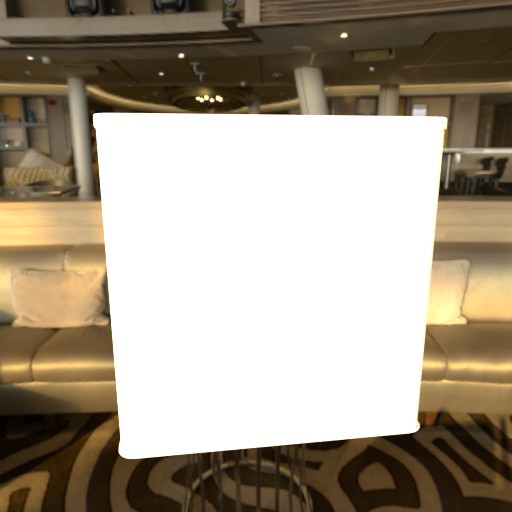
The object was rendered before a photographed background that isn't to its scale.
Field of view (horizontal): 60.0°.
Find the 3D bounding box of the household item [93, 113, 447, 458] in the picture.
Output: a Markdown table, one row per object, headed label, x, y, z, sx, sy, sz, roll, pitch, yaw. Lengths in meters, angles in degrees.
| label | x | y | z | sx | sy | sz | roll | pitch | yaw |
| --- | --- | --- | --- | --- | --- | --- | --- | --- | --- |
| household item | 0.000 | 0.000 | 0.539 | 0.305 | 0.305 | 0.305 | -2 | 13 | -8 |
